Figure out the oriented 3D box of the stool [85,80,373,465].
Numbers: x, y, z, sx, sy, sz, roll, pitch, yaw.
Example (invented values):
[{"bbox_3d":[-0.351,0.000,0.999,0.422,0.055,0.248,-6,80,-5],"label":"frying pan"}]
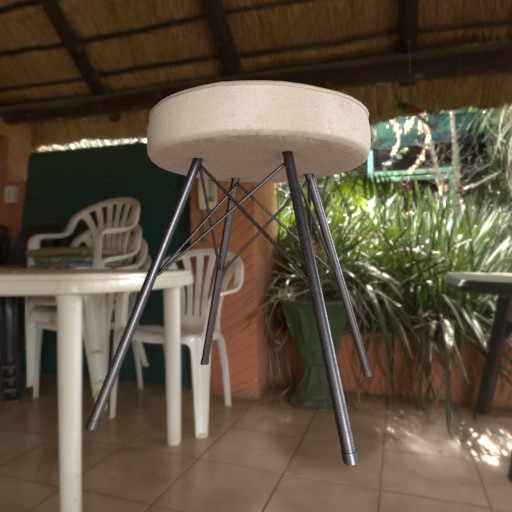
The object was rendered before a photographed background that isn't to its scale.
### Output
[{"bbox_3d":[0.000,0.000,0.842,0.423,0.538,0.457,0,0,17],"label":"stool"}]
